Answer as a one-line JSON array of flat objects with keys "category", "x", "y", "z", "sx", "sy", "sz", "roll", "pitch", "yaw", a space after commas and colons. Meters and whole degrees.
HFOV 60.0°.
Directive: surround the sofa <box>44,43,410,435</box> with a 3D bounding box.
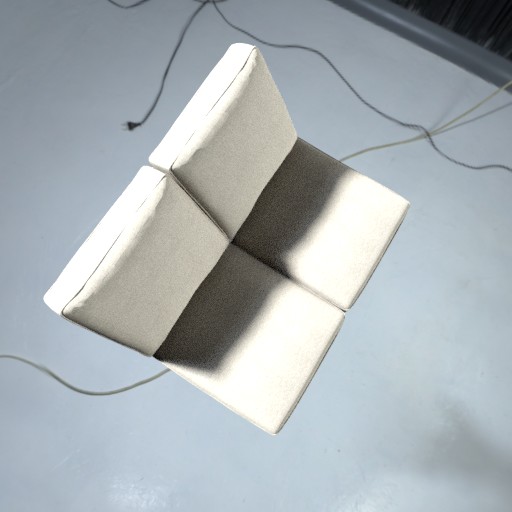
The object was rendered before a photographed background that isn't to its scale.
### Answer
[{"category": "sofa", "x": 0.000, "y": 0.000, "z": 1.976, "sx": 0.978, "sy": 1.006, "sz": 1.232, "roll": 31, "pitch": 78, "yaw": 7}]
